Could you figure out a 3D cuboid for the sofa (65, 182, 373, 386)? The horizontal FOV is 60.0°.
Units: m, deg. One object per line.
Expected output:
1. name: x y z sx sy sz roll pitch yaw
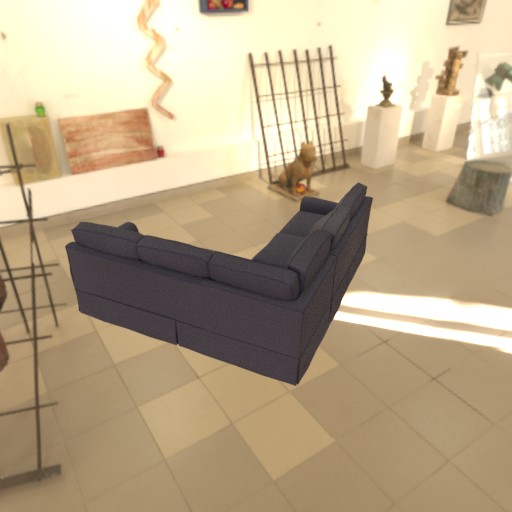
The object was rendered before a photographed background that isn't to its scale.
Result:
1. sofa: 0.000 0.000 5.141 3.773 1.169 2.874 -19 35 -29
